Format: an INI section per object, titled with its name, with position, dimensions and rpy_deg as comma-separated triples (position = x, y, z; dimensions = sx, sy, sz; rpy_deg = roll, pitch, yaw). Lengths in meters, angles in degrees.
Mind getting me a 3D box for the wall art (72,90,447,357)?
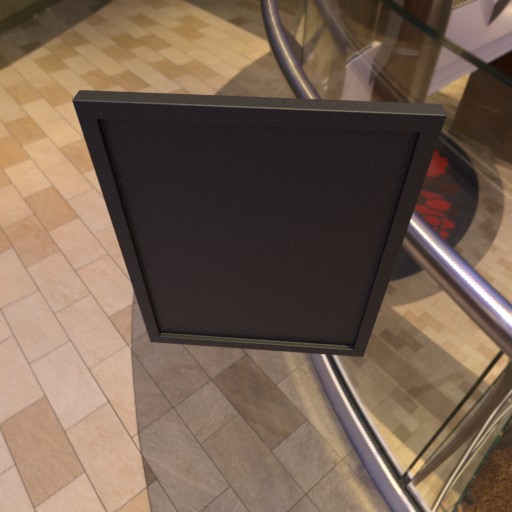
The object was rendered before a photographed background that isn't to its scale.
[wall art]
position = 0.000, 0.000, 0.751
dimensions = 0.457, 0.559, 0.028
rpy_deg = 3, 47, 3
